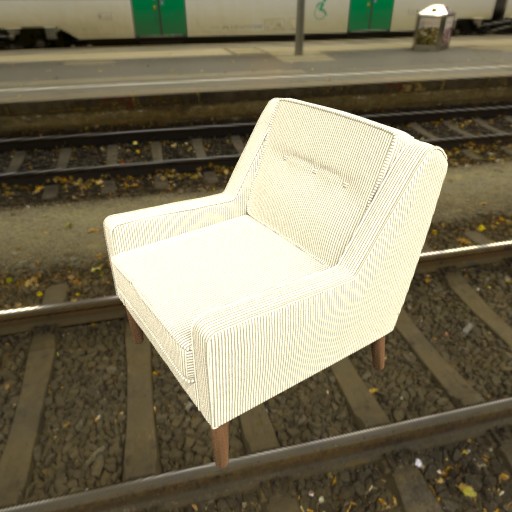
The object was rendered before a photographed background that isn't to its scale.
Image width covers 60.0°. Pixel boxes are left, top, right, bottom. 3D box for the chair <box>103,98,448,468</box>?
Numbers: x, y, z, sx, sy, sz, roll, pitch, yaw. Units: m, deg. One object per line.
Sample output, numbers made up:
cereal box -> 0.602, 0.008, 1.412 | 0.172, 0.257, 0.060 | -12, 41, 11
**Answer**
chair -> 0.000, 0.000, 1.337 | 0.743, 0.792, 0.663 | -20, 37, -29
